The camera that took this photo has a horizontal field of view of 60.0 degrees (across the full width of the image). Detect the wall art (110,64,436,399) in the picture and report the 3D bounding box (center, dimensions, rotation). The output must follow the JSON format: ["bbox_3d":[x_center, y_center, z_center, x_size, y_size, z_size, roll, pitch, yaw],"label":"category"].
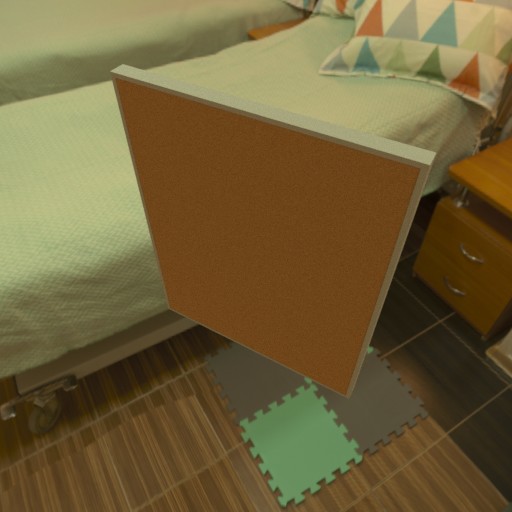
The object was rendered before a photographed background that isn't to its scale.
[{"bbox_3d":[0.000,0.000,1.041,0.611,0.763,0.055,23,51,20],"label":"wall art"}]
